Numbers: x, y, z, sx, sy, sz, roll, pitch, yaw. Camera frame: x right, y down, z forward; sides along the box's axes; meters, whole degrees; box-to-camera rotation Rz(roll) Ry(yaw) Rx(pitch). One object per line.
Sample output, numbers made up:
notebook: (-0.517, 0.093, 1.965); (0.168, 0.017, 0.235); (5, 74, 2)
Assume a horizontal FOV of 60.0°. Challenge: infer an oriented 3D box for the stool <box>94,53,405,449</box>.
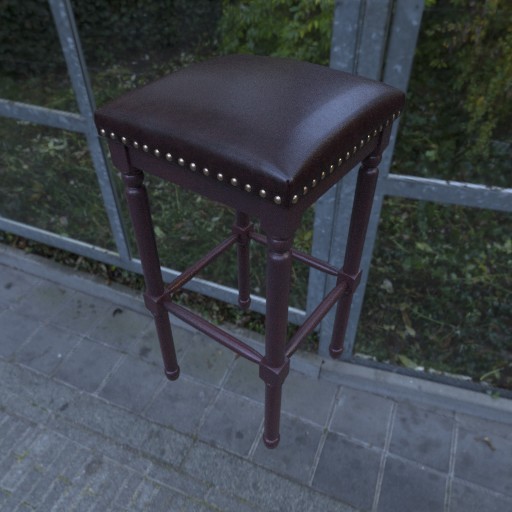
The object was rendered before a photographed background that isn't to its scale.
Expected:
stool: (0.000, 0.000, 0.955); (0.382, 0.768, 0.383); (25, 46, 27)
